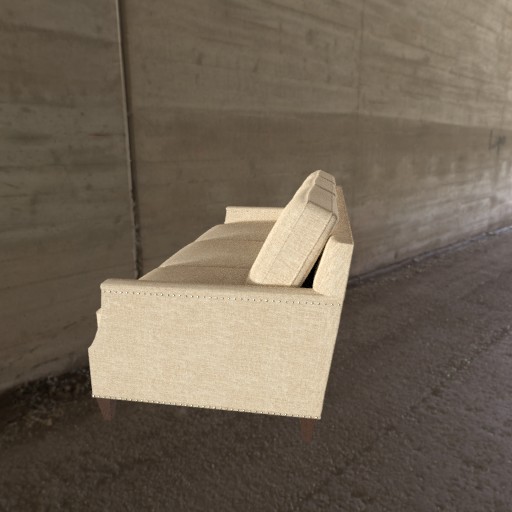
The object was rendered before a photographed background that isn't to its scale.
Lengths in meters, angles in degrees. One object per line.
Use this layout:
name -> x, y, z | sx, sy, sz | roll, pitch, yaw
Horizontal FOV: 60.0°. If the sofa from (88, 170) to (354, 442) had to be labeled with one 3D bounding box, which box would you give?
sofa -> 0.000, 0.000, 2.721 | 1.041, 0.940, 2.210 | 2, 14, 9
